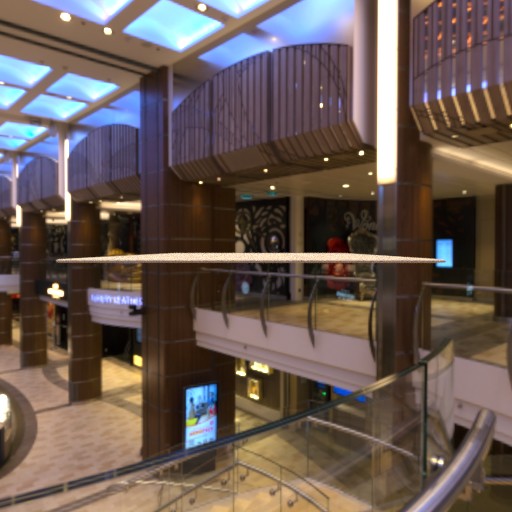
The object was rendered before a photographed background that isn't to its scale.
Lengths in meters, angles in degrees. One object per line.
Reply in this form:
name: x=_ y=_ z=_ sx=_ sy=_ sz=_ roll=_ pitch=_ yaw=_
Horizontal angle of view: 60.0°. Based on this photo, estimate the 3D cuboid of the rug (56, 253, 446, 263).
rug: x=0.000 y=0.000 z=2.290 sx=1.219 sy=0.010 sz=1.829 roll=0 pitch=1 yaw=1
